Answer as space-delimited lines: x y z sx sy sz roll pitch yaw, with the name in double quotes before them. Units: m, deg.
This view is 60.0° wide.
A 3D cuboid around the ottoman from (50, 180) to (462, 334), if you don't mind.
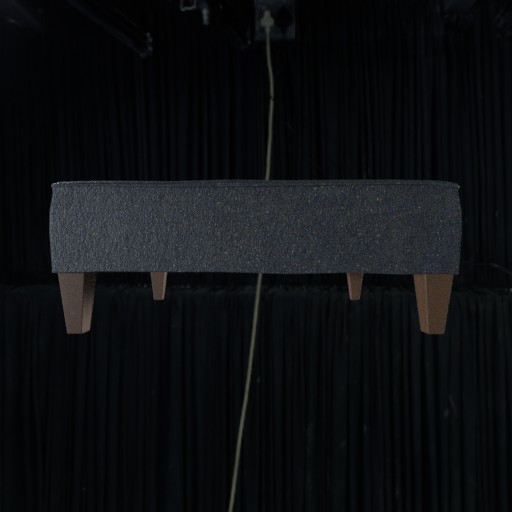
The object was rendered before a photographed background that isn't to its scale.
"ottoman" 0.000 0.000 1.528 0.968 0.382 1.004 0 0 0
